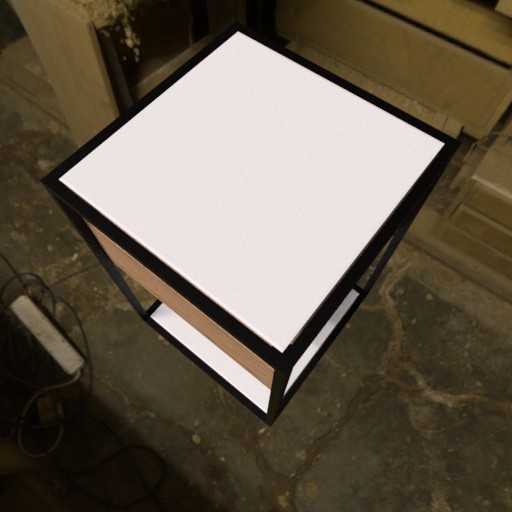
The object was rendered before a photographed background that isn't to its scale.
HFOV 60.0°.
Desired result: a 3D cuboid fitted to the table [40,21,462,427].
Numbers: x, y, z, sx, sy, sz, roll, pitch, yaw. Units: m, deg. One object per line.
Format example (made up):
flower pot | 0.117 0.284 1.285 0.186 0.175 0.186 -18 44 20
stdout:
table | 0.000 0.000 0.799 0.378 0.540 0.378 36 69 16
